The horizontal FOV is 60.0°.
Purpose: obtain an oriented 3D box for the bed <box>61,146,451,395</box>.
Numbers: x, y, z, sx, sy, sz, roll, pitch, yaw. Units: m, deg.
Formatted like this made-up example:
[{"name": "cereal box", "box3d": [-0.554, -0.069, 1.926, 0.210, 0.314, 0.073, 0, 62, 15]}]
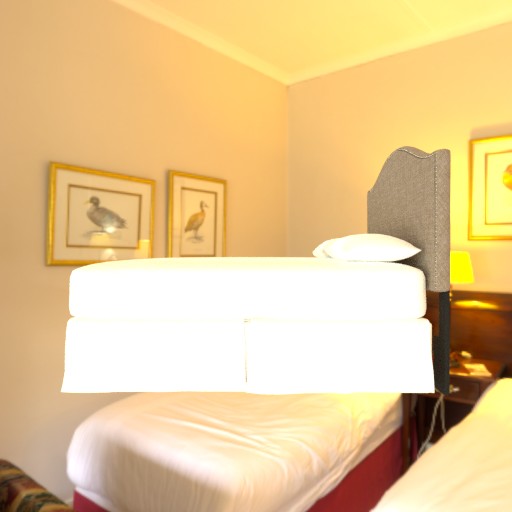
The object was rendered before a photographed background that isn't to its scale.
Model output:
[{"name": "bed", "box3d": [0.000, 0.000, 3.214, 2.153, 1.518, 1.713, 0, 0, 1]}]
